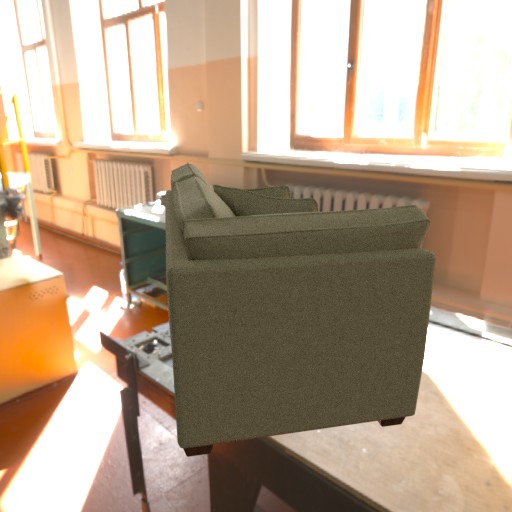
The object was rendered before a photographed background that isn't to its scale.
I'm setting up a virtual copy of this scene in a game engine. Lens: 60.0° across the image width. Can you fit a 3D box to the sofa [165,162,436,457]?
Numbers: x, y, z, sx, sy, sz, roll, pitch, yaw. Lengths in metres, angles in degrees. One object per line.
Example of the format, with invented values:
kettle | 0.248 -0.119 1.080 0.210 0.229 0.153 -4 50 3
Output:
sofa | 0.000 0.000 2.790 1.110 1.033 2.237 -3 17 -11
